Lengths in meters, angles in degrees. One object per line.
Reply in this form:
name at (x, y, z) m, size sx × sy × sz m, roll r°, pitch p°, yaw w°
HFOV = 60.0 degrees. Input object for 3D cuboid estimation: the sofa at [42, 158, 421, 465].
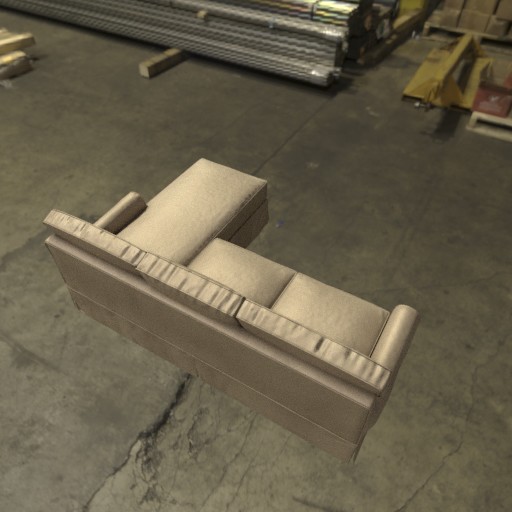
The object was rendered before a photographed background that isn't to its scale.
sofa at (0.000, 0.000, 3.340) m, size 2.475 × 0.978 × 1.733 m, roll 23°, pitch 51°, yaw 21°
